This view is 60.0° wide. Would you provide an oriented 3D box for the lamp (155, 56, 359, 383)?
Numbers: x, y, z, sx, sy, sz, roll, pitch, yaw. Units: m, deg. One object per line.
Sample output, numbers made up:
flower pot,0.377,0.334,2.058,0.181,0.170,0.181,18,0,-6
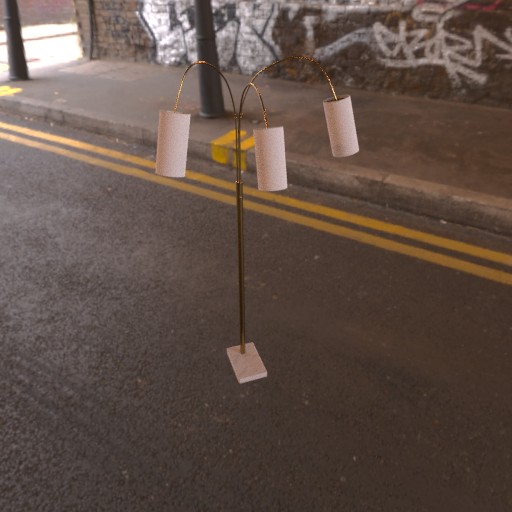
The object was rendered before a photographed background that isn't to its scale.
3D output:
lamp,0.000,0.000,2.525,1.020,2.055,0.667,-10,34,-16
